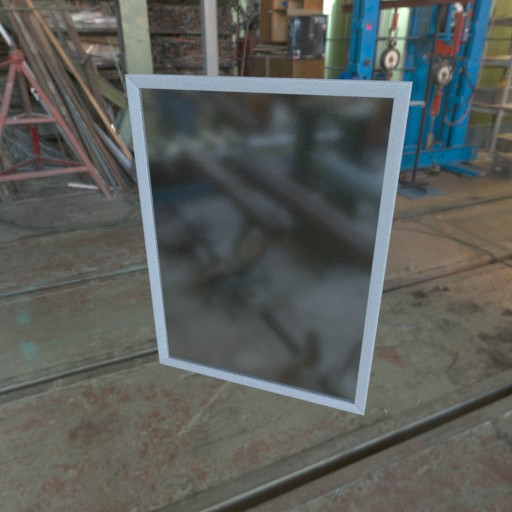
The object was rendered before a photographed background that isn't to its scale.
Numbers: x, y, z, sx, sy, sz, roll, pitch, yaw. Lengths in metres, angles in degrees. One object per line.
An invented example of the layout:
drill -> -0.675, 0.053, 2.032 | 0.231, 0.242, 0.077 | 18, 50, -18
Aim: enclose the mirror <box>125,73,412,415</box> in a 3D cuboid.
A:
mirror -> 0.000, 0.000, 1.357 | 0.762, 1.016, 0.040 | 9, 28, 18
